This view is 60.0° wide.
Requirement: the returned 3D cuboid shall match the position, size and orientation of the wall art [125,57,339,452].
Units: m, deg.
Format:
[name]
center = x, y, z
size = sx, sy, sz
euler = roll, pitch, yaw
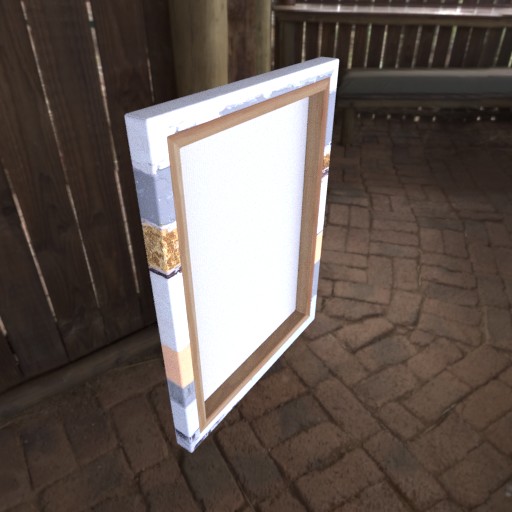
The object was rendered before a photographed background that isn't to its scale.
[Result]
[wall art]
center = 0.000, 0.000, 0.808
size = 0.038, 0.609, 0.456
euler = 22, 39, 29
